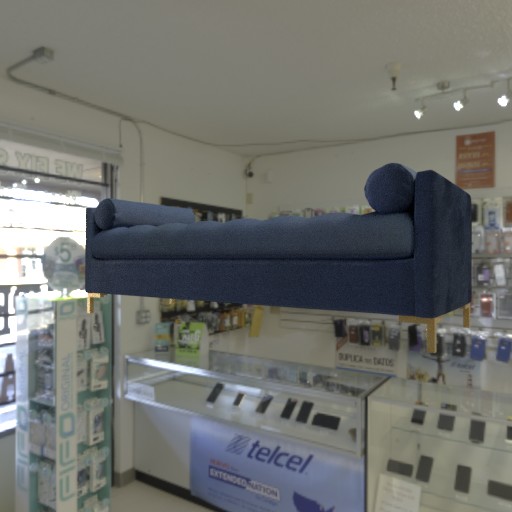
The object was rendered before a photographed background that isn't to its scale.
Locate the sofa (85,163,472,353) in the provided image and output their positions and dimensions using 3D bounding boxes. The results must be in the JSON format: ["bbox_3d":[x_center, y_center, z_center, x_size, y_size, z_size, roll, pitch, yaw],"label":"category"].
[{"bbox_3d":[0.000,0.000,2.473,2.102,0.705,0.796,0,0,35],"label":"sofa"}]
